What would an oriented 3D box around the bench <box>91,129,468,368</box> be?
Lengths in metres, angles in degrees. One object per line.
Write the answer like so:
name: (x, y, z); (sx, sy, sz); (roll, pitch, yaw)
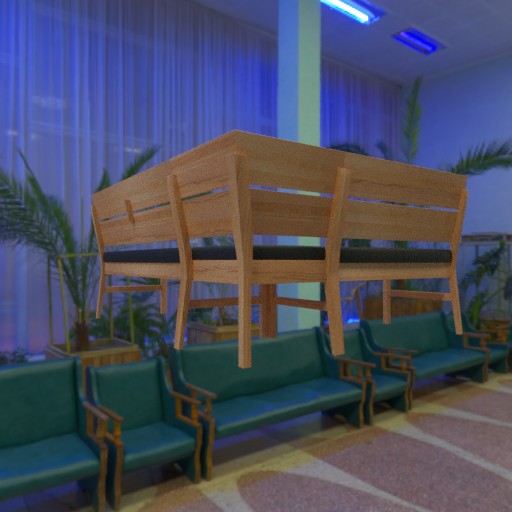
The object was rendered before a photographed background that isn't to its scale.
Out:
bench: (0.000, 0.000, 2.839); (1.548, 0.890, 1.948); (0, -1, -35)
